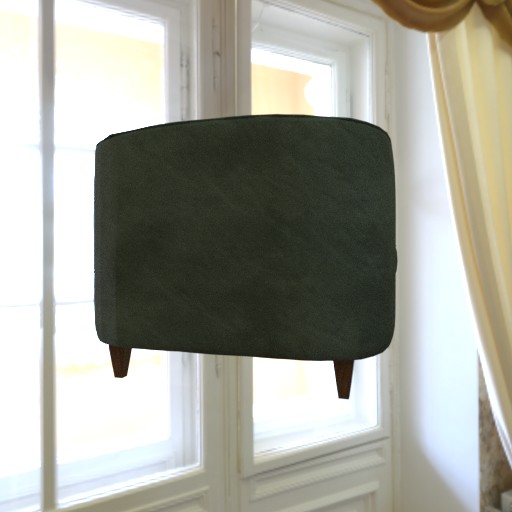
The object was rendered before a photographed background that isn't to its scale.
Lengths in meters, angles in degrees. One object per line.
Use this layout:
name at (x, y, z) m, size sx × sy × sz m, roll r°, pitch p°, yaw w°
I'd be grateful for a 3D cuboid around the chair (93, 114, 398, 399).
chair at (0.000, 0.000, 1.792) m, size 1.104 × 0.852 × 0.941 m, roll 0°, pitch 1°, yaw 17°
